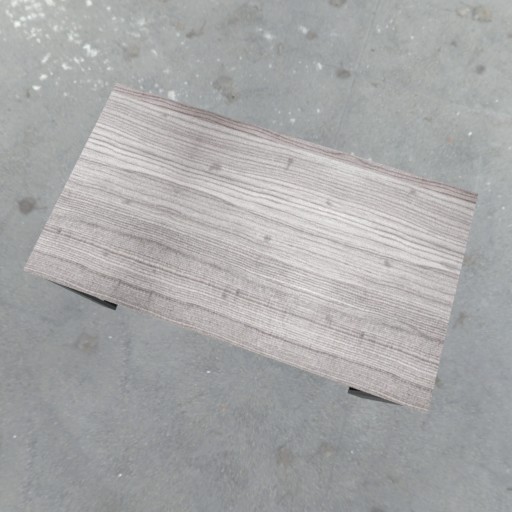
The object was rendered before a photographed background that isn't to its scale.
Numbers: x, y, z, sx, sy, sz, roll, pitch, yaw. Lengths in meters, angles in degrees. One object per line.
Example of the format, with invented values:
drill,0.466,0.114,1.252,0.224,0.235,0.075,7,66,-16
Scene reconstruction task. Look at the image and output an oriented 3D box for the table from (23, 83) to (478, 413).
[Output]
table,0.000,0.000,2.088,1.579,0.736,0.881,18,75,5
